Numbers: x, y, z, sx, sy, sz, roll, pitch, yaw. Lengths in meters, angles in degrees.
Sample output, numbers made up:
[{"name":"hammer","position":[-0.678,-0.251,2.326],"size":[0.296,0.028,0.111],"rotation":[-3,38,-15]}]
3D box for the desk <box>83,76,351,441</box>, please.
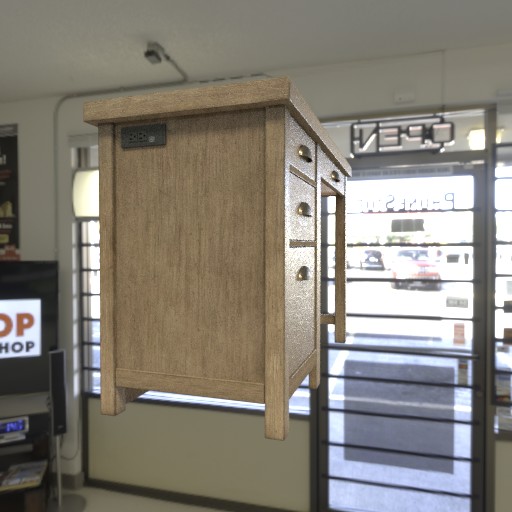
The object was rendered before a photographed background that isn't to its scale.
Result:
[{"name":"desk","position":[0.000,0.000,1.793],"size":[0.610,0.912,1.289],"rotation":[0,1,19]}]
